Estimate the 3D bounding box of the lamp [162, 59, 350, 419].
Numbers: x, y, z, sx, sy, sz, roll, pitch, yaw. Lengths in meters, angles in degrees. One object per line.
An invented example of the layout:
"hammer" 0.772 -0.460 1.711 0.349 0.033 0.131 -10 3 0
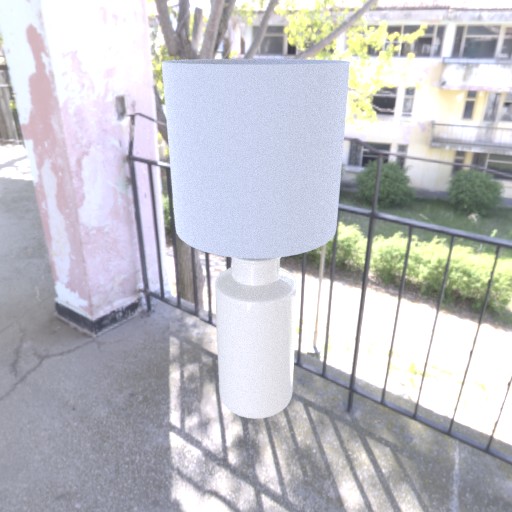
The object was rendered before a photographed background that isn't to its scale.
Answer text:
"lamp" 0.000 0.000 0.612 0.212 0.493 0.212 17 30 32
